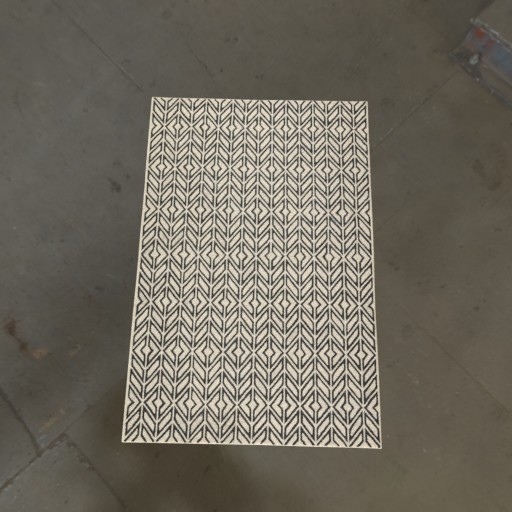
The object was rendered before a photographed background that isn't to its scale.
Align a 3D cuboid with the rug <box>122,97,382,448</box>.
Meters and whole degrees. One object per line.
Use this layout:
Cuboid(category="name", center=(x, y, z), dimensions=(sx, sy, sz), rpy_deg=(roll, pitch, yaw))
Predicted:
Cuboid(category="rug", center=(0.000, 0.000, 2.294), dimensions=(1.220, 0.007, 1.828), rpy_deg=(1, 76, 0))
